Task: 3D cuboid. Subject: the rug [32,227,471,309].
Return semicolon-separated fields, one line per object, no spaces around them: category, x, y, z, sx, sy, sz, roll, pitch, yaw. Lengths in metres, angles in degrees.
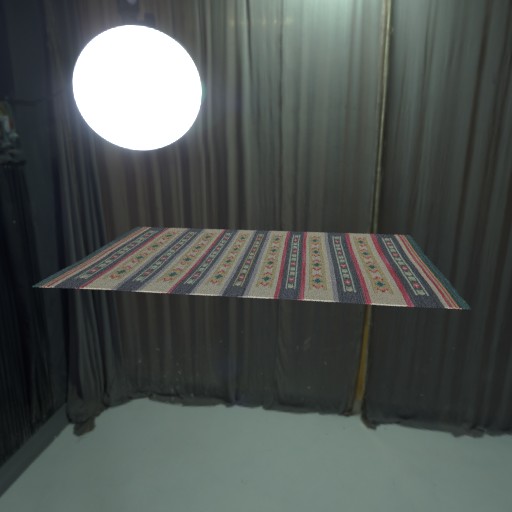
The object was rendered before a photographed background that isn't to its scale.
rug;0.000;0.000;3.017;2.311;0.010;1.522;2;16;7
